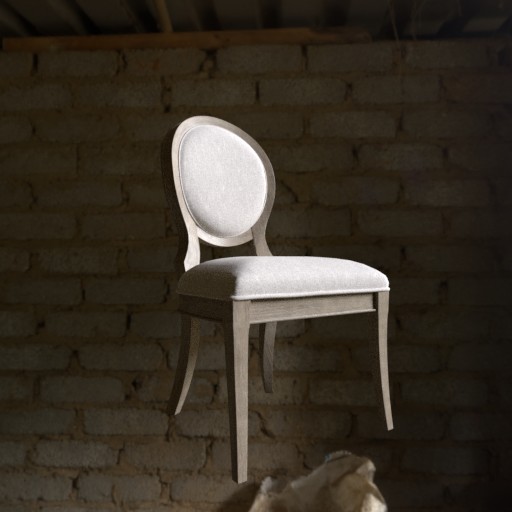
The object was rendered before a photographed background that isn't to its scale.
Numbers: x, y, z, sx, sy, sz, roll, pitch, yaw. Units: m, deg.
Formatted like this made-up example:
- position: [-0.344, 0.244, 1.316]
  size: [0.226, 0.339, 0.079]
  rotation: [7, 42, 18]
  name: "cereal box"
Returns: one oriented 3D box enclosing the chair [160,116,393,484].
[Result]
- position: [0.000, 0.000, 1.359]
  size: [0.558, 0.990, 0.602]
  rotation: [0, -1, -36]
  name: "chair"
